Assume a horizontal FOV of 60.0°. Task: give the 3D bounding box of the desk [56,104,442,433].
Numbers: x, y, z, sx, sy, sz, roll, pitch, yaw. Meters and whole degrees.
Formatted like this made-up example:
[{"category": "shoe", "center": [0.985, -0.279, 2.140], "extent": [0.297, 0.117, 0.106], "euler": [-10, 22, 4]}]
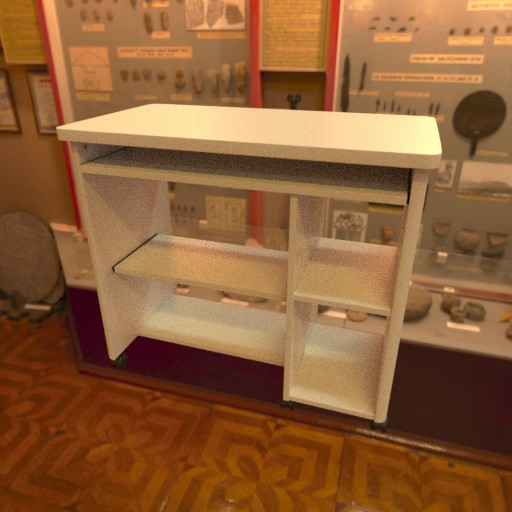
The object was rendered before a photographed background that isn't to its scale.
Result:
[{"category": "desk", "center": [0.000, 0.000, 1.301], "extent": [0.877, 0.763, 0.475], "euler": [8, 27, 16]}]
